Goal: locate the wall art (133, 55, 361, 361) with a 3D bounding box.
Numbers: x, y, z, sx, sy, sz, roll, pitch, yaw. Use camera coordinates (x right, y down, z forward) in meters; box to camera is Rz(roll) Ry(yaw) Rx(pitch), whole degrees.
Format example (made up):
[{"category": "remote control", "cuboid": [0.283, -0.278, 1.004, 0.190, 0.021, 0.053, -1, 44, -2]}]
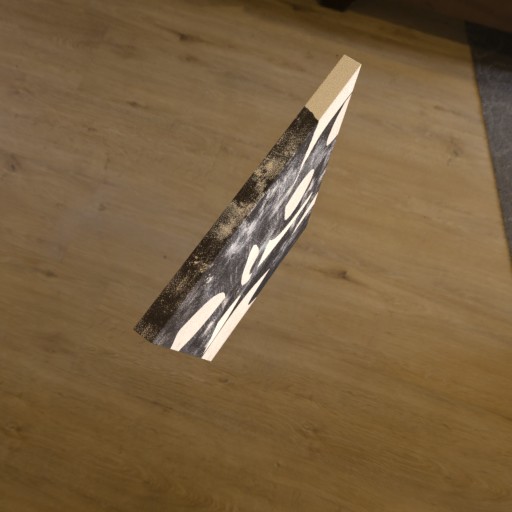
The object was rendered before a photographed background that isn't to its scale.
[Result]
[{"category": "wall art", "cuboid": [0.000, 0.000, 1.185, 0.041, 0.915, 0.610, 34, 78, 9]}]
